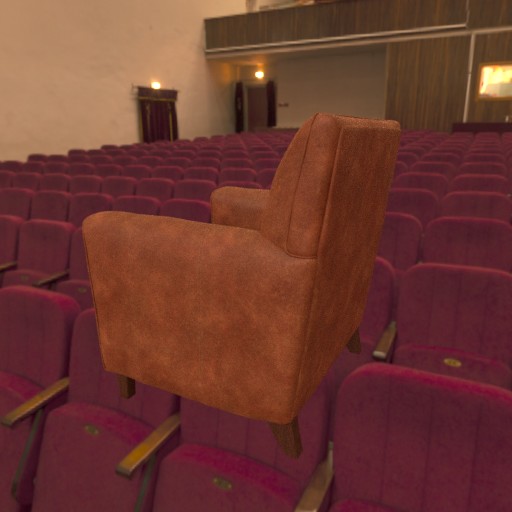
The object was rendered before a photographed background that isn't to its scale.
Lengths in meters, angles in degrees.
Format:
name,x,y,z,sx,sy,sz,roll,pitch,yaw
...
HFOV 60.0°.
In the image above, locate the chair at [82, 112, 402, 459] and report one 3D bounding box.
name,x,y,z,sx,sy,sz,roll,pitch,yaw
chair,0.000,0.000,1.590,0.823,0.943,0.870,8,17,26
